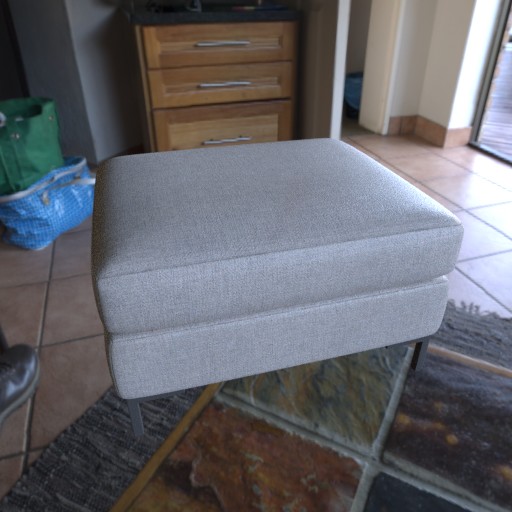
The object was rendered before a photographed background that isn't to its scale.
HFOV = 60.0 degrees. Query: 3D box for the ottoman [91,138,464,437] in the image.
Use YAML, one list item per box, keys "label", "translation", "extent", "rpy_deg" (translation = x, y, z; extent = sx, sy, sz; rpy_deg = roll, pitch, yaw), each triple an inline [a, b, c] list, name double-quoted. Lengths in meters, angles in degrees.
- label: "ottoman"
  translation: [0.000, 0.000, 1.239]
  extent: [0.820, 0.490, 0.671]
  rpy_deg: [-9, 32, -14]
